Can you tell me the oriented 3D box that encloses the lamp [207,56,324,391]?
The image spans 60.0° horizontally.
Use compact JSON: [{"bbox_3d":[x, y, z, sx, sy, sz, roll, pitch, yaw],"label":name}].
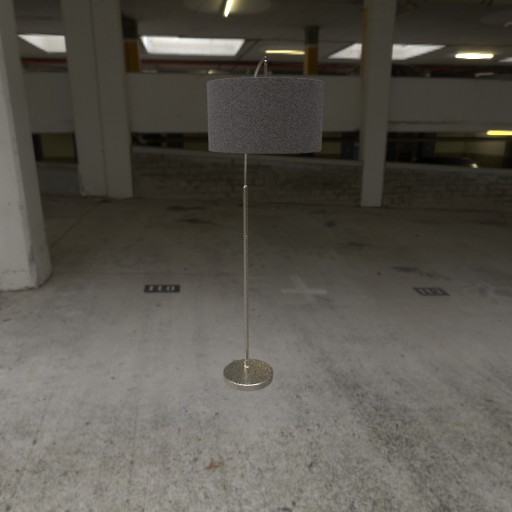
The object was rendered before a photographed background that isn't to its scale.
[{"bbox_3d":[0.000,0.000,2.174,0.452,1.735,0.934,-2,17,-8],"label":"lamp"}]
